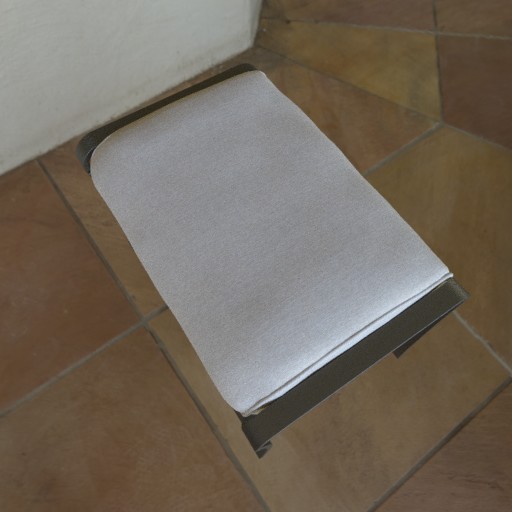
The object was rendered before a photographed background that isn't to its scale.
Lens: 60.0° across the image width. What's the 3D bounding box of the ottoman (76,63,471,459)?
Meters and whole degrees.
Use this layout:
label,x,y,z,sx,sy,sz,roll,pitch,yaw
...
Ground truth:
label,x,y,z,sx,sy,sz,roll,pitch,yaw
ottoman,0.000,0.000,0.884,0.406,0.422,0.610,-30,67,-15
